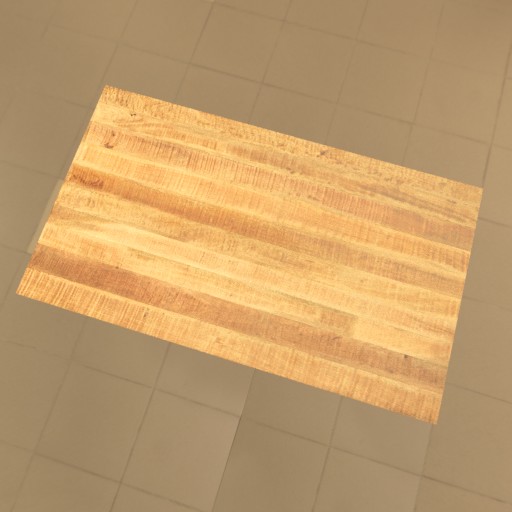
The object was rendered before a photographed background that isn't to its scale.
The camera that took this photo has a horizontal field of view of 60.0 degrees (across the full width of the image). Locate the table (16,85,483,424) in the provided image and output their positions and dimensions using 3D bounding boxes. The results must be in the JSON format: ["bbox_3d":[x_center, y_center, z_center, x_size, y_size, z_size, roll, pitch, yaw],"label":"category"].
[{"bbox_3d":[0.000,0.000,1.628,1.320,0.455,0.760,16,77,4],"label":"table"}]
